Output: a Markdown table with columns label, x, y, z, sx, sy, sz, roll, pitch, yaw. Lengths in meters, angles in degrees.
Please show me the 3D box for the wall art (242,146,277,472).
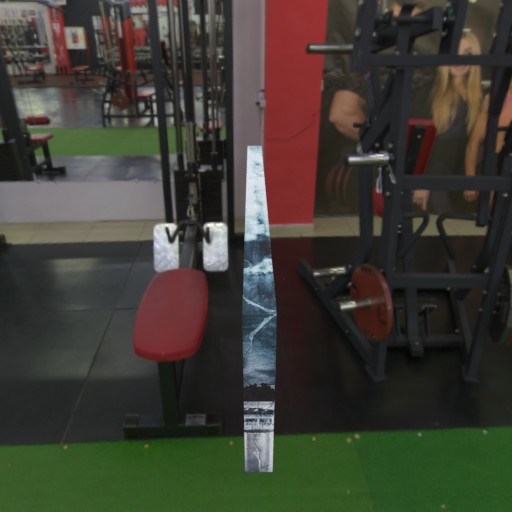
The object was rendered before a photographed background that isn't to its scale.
| label | x | y | z | sx | sy | sz | roll | pitch | yaw |
| --- | --- | --- | --- | --- | --- | --- | --- | --- | --- |
| wall art | 0.000 | 0.000 | 0.864 | 0.037 | 0.251 | 0.759 | 0 | 27 | -1 |
